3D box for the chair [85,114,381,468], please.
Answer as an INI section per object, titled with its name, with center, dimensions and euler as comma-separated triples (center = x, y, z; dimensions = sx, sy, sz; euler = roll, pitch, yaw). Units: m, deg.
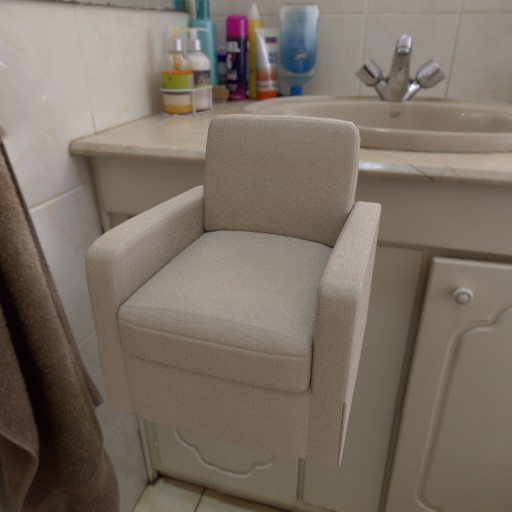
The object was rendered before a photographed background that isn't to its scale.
[chair]
center = 0.000, 0.000, 1.498
dimensions = 0.755, 0.827, 0.888
euler = 8, 27, 16
